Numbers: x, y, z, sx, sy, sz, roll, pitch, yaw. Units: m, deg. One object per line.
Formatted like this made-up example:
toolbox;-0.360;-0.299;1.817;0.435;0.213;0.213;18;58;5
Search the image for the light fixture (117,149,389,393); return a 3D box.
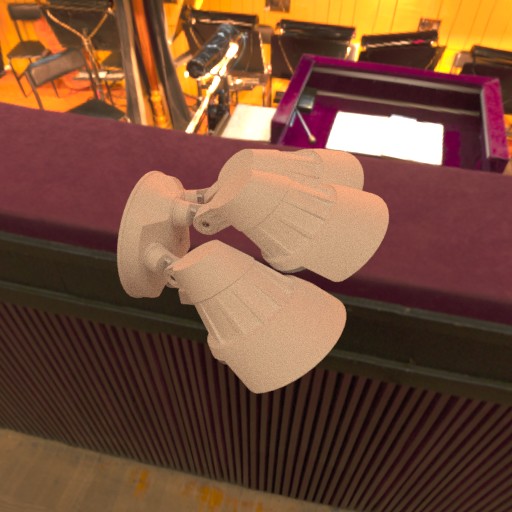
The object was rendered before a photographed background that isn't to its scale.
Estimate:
light fixture;0.000;0.000;0.540;0.278;0.237;0.369;10;48;9
